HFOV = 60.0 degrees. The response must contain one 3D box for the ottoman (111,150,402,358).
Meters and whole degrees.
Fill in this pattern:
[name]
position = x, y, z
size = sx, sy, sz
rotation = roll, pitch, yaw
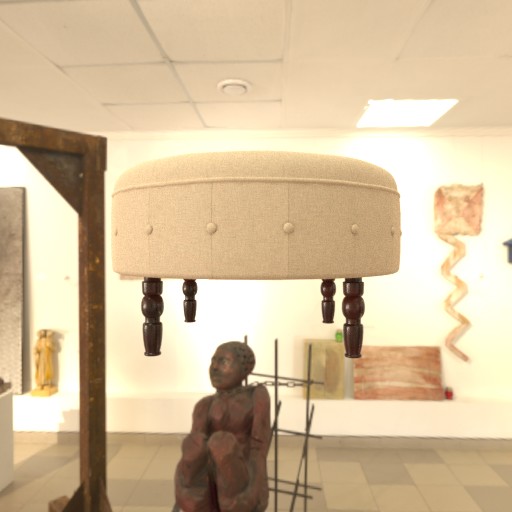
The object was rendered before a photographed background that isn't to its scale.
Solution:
[ottoman]
position = 0.000, 0.000, 1.368
size = 0.848, 0.494, 0.848
rotation = 0, 1, 0
